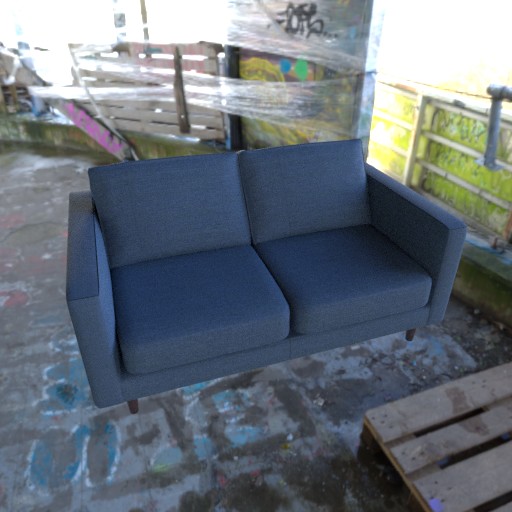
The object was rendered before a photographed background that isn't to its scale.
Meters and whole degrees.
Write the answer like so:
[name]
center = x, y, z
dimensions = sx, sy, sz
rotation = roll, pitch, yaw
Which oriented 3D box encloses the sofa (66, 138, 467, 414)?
[sofa]
center = 0.000, 0.000, 2.204
dimensions = 1.659, 0.907, 0.999
rotation = -10, 33, -16
